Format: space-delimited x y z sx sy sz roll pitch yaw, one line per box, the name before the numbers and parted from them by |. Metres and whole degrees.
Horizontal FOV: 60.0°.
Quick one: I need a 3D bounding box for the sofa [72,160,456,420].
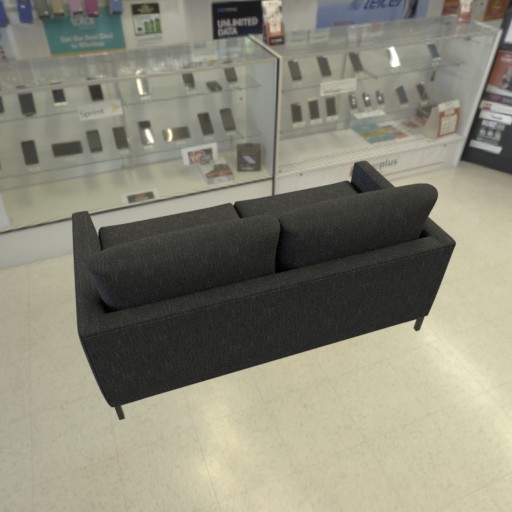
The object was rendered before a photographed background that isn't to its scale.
sofa | 0.000 0.000 2.274 1.716 0.862 0.866 -13 42 -15
